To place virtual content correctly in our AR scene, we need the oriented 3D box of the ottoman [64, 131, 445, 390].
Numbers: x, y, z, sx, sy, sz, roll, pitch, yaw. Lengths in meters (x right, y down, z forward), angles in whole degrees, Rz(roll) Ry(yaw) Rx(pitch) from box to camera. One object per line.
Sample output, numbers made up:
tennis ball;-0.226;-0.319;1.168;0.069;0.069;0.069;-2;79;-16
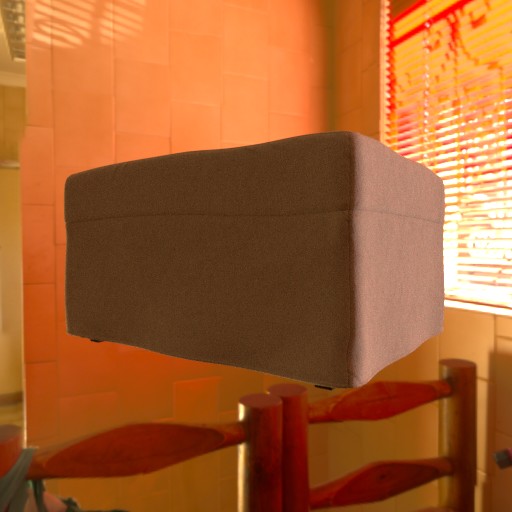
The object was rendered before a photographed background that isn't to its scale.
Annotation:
ottoman;0.000;0.000;1.197;0.833;0.461;0.648;1;1;35
